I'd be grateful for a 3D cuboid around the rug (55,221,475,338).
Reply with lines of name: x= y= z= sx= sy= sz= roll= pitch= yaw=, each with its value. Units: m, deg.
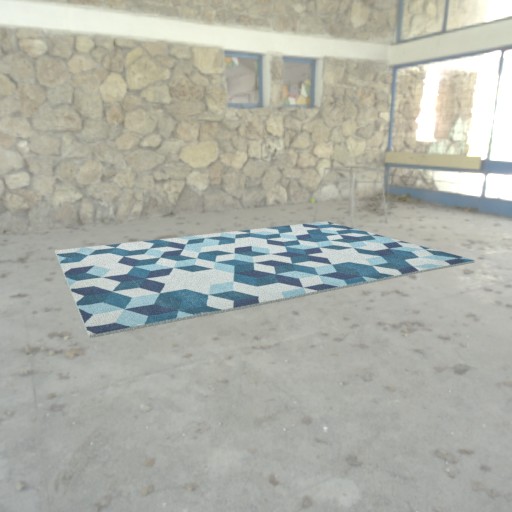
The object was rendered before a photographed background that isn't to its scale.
rug: x=0.000 y=0.000 z=2.310 sx=1.829 sy=0.014 sz=1.235 roll=-8 pitch=17 yaw=-27
